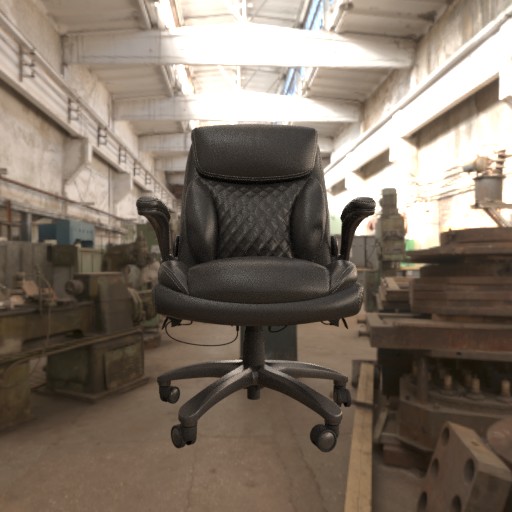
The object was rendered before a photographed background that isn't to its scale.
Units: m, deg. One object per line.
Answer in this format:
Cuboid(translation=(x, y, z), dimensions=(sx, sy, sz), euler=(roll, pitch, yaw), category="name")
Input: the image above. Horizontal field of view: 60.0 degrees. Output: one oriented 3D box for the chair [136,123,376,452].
Cuboid(translation=(0.000, 0.000, 1.587), dimensions=(0.782, 1.110, 0.724), euler=(0, 0, -1), category="chair")
